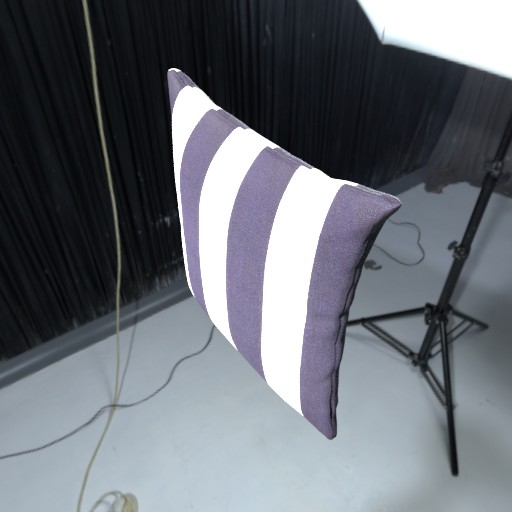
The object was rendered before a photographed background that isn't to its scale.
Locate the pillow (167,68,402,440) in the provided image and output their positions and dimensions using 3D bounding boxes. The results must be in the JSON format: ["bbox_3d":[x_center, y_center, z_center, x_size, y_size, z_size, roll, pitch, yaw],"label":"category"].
[{"bbox_3d":[0.000,0.000,0.797,0.189,0.526,0.536,-25,46,-27],"label":"pillow"}]
